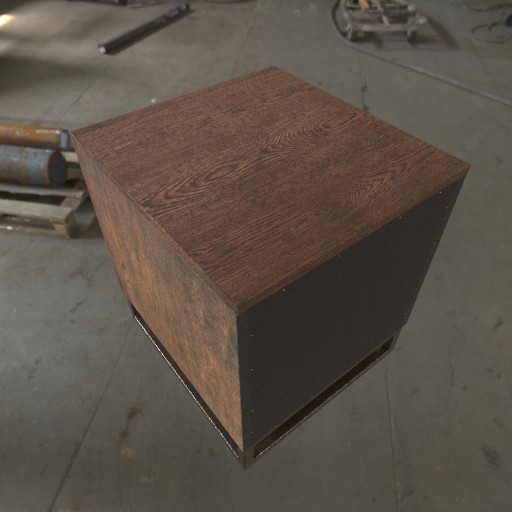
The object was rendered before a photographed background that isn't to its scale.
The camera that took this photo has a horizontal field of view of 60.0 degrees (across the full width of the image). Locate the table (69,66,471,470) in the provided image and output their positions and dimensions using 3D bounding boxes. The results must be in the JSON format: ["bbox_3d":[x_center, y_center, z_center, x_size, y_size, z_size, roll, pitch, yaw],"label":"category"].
[{"bbox_3d":[0.000,0.000,1.021,0.506,0.582,0.566,-29,52,-26],"label":"table"}]
